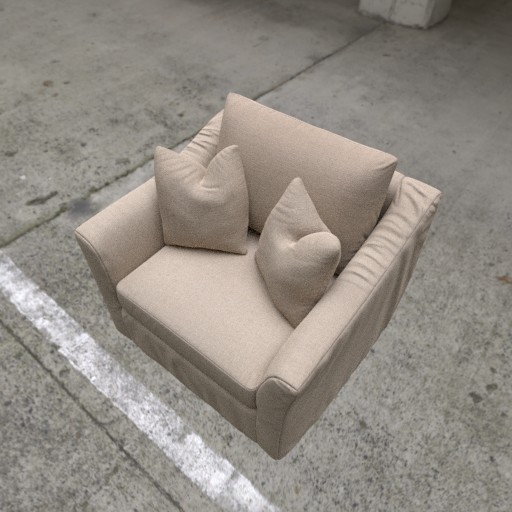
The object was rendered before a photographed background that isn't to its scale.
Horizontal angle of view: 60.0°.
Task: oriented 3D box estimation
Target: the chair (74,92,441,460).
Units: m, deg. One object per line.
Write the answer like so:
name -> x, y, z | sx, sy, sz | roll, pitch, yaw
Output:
chair -> 0.000, 0.000, 2.065 | 1.194, 1.093, 1.071 | 31, 54, 26
